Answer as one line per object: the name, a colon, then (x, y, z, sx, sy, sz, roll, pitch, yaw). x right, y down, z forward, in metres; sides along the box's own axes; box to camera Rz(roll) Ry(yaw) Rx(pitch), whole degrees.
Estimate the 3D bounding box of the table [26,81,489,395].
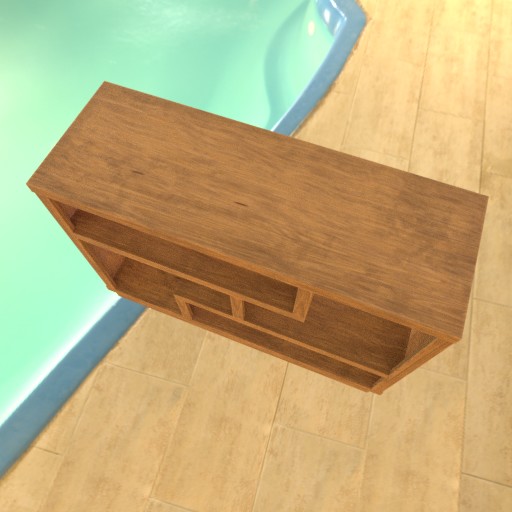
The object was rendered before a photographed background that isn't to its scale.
table: (0.000, 0.000, 1.508, 1.151, 0.771, 0.410, 19, 65, 9)
